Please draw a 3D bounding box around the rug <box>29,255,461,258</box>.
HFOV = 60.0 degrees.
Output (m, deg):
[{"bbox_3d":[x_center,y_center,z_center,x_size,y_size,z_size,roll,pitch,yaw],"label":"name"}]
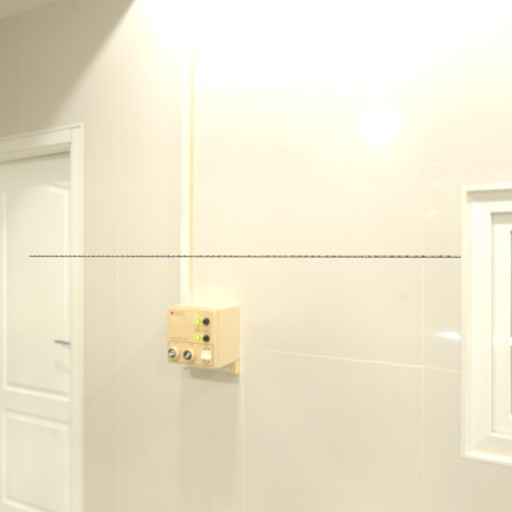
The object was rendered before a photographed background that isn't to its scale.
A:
[{"bbox_3d":[0.000,0.000,2.203,1.752,0.008,1.144,0,0,19],"label":"rug"}]
